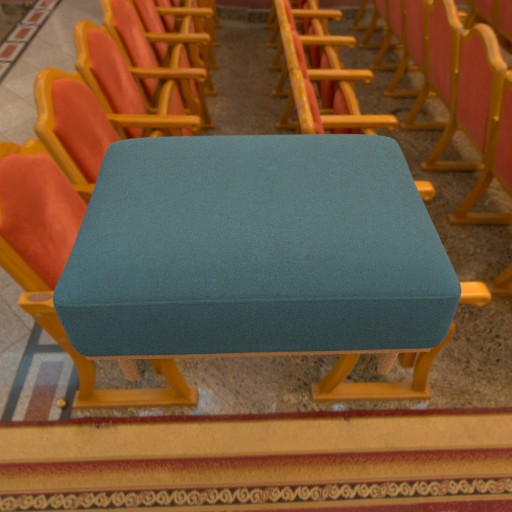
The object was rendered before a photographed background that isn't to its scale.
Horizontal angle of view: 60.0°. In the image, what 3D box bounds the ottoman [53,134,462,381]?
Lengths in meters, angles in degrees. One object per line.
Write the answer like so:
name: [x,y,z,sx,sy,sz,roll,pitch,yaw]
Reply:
ottoman: [0.000,0.000,1.064,0.749,0.428,0.549,-1,46,-1]
